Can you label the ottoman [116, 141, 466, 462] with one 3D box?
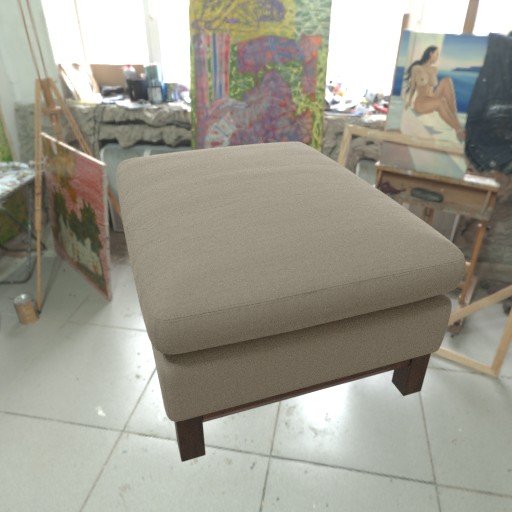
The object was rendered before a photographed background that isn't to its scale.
[{"bbox_3d":[0.000,0.000,1.111,0.606,0.420,0.771,-10,32,-16],"label":"ottoman"}]
